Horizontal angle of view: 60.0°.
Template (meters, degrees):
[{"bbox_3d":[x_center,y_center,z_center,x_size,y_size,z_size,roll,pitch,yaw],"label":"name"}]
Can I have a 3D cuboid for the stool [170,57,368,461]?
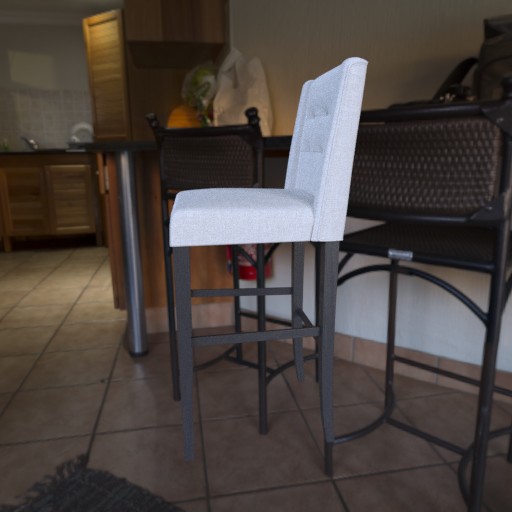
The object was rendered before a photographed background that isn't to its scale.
[{"bbox_3d":[0.000,0.000,1.404,0.509,1.116,0.474,-2,14,-8],"label":"stool"}]
